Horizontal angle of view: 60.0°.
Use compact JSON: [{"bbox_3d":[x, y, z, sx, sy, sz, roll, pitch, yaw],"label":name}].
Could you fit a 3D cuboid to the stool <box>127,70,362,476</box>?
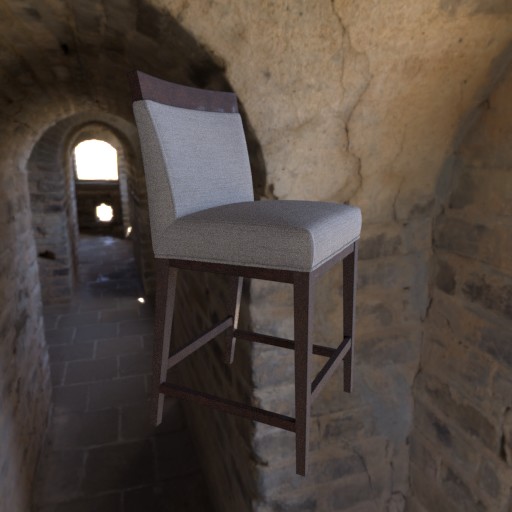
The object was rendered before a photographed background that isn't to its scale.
[{"bbox_3d":[0.000,0.000,1.341,0.531,1.009,0.512,7,15,26],"label":"stool"}]
